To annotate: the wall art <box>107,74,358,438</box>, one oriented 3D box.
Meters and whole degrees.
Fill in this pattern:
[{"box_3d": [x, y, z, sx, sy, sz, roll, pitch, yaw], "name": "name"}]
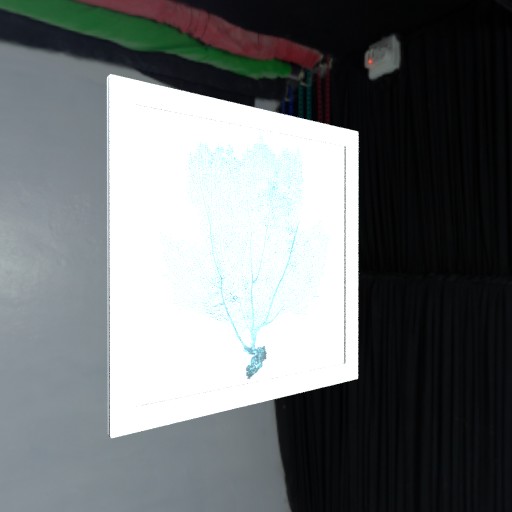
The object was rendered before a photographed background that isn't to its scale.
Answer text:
[{"box_3d": [0.000, 0.000, 0.884, 0.584, 0.584, 0.013, 0, 1, -35], "name": "wall art"}]
